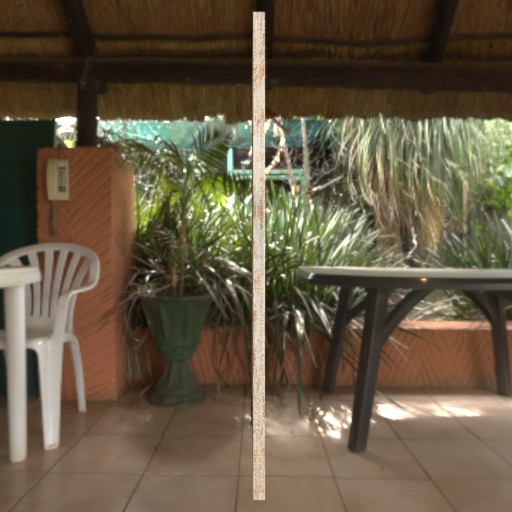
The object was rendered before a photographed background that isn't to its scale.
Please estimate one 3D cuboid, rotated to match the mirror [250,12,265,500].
[{"bbox_3d":[0.000,0.000,1.073,0.027,0.922,0.472,0,0,-1],"label":"mirror"}]
